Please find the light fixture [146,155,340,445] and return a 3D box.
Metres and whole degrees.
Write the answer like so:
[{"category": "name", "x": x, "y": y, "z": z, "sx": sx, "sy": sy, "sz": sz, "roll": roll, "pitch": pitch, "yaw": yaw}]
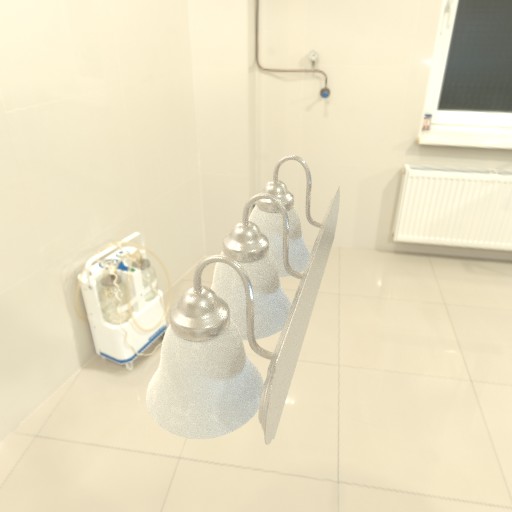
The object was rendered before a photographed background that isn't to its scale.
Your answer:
[{"category": "light fixture", "x": 0.000, "y": 0.000, "z": 0.722, "sx": 0.199, "sy": 0.222, "sz": 0.610, "roll": 8, "pitch": 31, "yaw": 14}]
